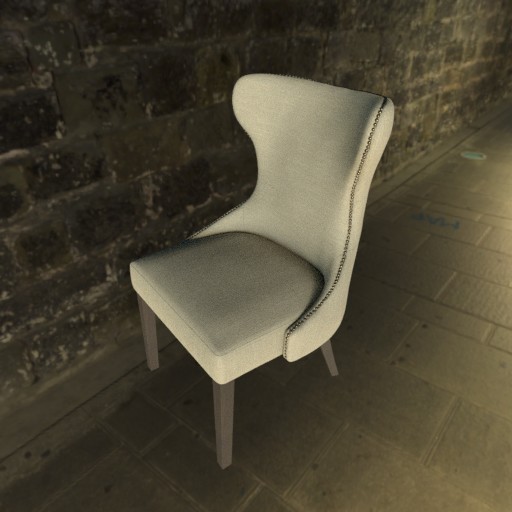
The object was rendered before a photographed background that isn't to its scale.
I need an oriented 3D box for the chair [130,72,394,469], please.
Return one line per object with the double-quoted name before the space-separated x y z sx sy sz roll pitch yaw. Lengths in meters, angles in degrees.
"chair" 0.000 0.000 1.365 0.635 0.967 0.628 -20 36 -31
